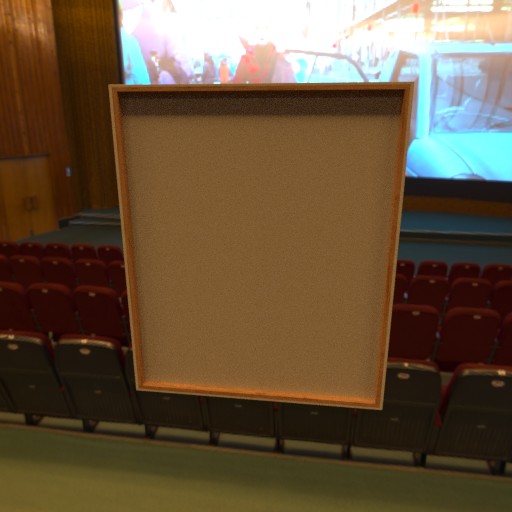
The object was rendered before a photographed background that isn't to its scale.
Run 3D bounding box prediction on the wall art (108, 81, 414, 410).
[{"bbox_3d":[0.000,0.000,0.835,0.508,0.606,0.037,2,17,7],"label":"wall art"}]
